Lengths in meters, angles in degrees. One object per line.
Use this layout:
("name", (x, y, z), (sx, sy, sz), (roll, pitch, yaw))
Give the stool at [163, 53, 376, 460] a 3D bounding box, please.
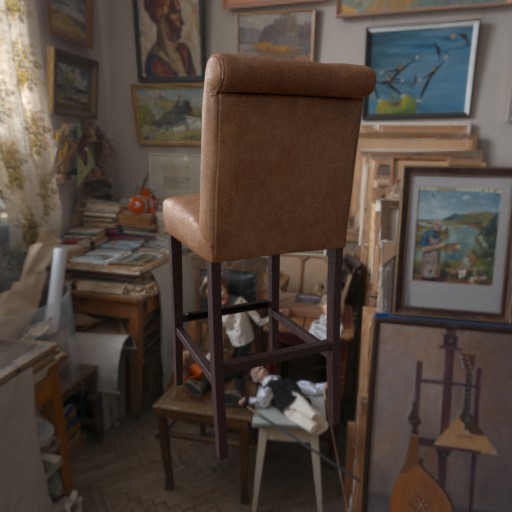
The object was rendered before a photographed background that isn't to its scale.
("stool", (0.000, 0.000, 1.478), (0.493, 1.140, 0.601), (-7, 16, -24))
